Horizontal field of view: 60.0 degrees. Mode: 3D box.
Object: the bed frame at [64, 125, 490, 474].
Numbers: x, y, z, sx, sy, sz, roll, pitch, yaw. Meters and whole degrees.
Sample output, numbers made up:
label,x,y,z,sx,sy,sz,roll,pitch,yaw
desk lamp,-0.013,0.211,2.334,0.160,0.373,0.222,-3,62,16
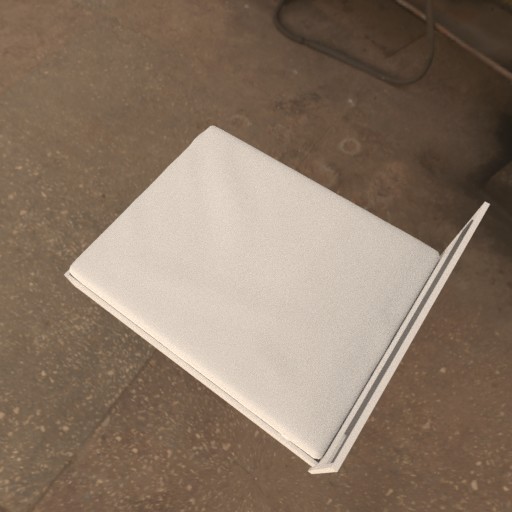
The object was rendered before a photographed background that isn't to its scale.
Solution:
label,x,y,z,sx,sy,sz,roll,pitch,yaw
bed frame,0.000,0.000,2.970,2.100,1.001,1.711,33,68,15
